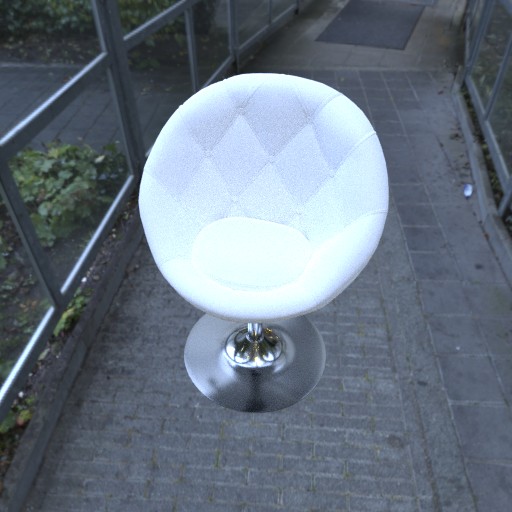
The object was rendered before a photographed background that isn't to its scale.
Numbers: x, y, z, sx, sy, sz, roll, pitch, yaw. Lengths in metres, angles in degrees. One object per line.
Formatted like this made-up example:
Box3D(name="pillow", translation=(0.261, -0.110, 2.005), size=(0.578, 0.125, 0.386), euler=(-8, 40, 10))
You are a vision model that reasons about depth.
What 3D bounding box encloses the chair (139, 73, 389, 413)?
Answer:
Box3D(name="chair", translation=(0.000, 0.000, 1.824), size=(0.940, 1.261, 0.736), euler=(12, 43, 13))
